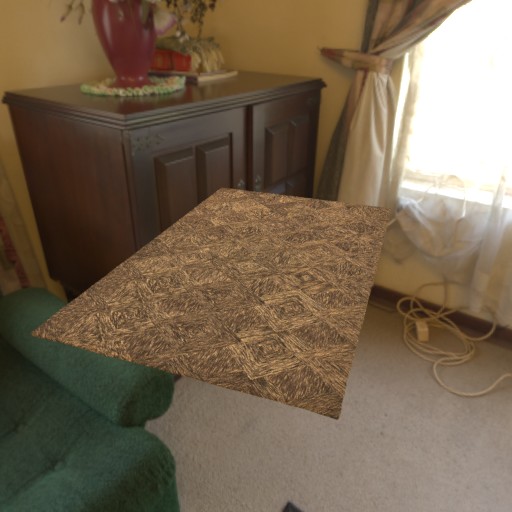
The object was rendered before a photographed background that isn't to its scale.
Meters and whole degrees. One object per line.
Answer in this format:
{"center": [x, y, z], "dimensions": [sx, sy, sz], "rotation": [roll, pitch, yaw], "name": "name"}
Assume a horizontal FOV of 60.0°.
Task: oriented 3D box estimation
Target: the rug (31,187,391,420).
{"center": [0.000, 0.000, 2.257], "dimensions": [1.189, 0.011, 1.808], "rotation": [10, 29, 18], "name": "rug"}
